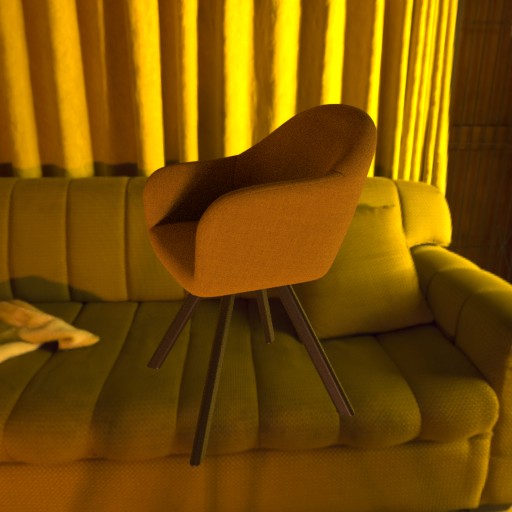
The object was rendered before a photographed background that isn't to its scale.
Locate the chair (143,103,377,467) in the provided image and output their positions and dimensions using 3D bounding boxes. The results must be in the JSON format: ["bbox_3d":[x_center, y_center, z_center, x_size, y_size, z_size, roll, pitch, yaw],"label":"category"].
[{"bbox_3d":[0.000,0.000,1.210,0.550,0.795,0.590,-8,18,-24],"label":"chair"}]
